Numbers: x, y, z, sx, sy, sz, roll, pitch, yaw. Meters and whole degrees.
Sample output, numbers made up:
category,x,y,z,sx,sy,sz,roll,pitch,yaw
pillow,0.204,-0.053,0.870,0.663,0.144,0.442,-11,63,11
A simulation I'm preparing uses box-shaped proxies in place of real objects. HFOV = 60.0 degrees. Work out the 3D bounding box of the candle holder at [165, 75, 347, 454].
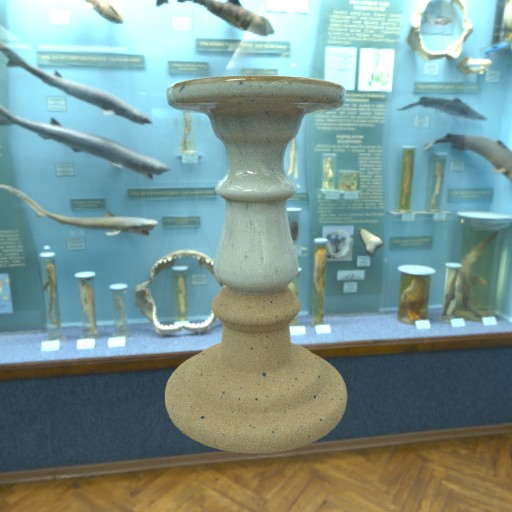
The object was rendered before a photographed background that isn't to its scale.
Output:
category,x,y,z,sx,sy,sz,roll,pitch,yaw
candle holder,0.000,0.000,0.283,0.123,0.202,0.123,0,13,0
